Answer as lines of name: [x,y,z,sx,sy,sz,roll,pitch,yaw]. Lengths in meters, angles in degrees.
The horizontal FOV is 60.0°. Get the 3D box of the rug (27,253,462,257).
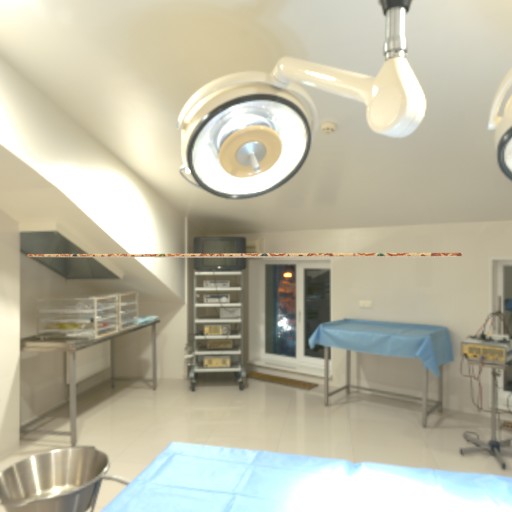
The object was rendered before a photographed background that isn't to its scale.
rug: [0.000,0.000,2.367,1.838,0.013,1.226,0,0,16]
